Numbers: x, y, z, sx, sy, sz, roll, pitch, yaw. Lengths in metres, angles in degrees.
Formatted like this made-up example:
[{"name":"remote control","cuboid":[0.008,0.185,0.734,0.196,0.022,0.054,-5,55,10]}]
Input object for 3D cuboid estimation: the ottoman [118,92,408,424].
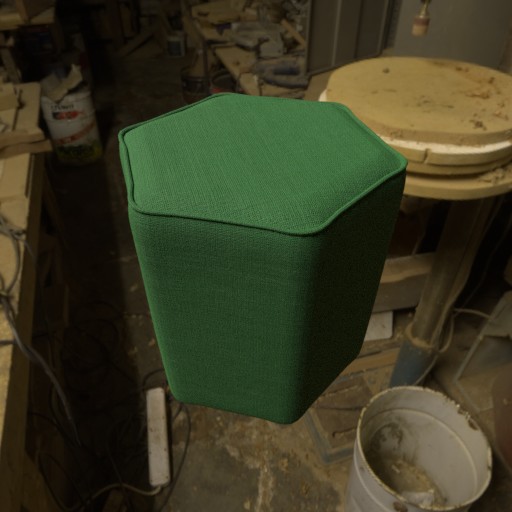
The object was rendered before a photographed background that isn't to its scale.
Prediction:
[{"name":"ottoman","cuboid":[0.000,0.000,0.895,0.444,0.507,0.499,-11,42,-13]}]
